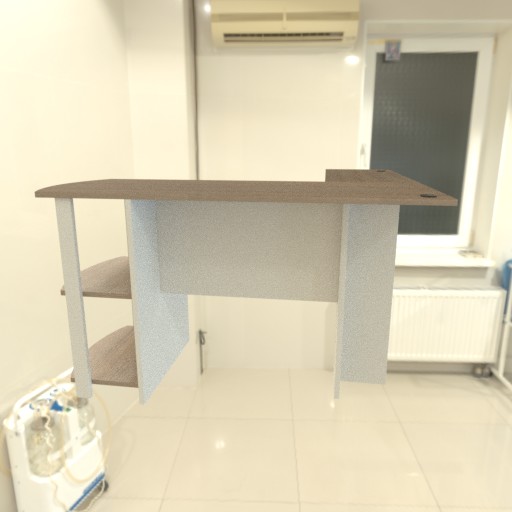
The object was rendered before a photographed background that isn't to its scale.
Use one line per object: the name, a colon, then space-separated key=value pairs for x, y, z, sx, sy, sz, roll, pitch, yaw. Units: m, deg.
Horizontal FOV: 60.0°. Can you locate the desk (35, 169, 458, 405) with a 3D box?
desk: x=0.000 y=0.000 z=2.020 sx=1.303 sy=0.716 sz=1.361 roll=2 pitch=15 yaw=9
